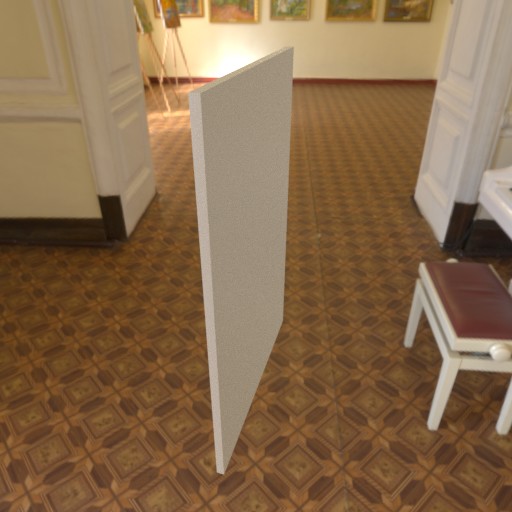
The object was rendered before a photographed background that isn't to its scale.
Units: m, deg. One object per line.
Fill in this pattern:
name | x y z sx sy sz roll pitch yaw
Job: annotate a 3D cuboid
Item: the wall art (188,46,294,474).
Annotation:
wall art | 0.000 0.000 0.588 0.010 0.474 0.325 9 32 14
